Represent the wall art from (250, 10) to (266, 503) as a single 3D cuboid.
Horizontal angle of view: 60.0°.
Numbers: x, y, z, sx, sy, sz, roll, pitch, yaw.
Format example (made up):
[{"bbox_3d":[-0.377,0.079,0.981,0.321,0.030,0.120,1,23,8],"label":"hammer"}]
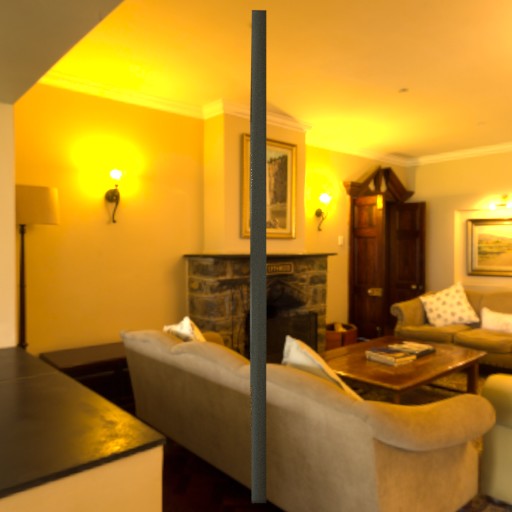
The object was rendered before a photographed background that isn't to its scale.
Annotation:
[{"bbox_3d":[0.000,0.000,0.539,0.013,0.431,0.303,0,1,-1],"label":"wall art"}]
